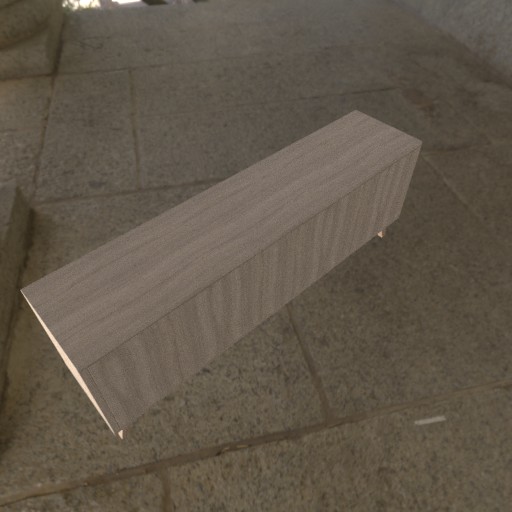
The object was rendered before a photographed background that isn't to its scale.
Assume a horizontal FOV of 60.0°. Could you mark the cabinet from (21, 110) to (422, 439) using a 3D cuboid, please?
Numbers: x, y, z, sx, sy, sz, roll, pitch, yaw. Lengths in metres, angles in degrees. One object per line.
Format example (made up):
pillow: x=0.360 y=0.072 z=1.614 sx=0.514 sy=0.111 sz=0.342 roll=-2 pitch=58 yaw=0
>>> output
cabinet: x=0.000 y=0.000 z=2.504 sx=2.198 sy=0.779 sz=0.499 roll=-34 pitch=55 yaw=-27
